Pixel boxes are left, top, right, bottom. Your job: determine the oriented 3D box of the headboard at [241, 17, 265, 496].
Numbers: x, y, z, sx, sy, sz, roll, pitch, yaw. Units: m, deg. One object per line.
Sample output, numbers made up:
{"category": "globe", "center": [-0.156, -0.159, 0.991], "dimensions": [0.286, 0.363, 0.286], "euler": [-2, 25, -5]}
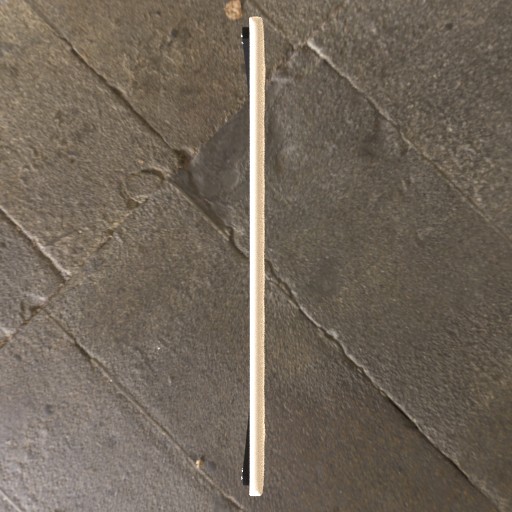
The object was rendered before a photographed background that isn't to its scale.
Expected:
{"category": "headboard", "center": [0.000, 0.000, 2.869], "dimensions": [0.120, 1.410, 2.362], "euler": [0, 91, 1]}
